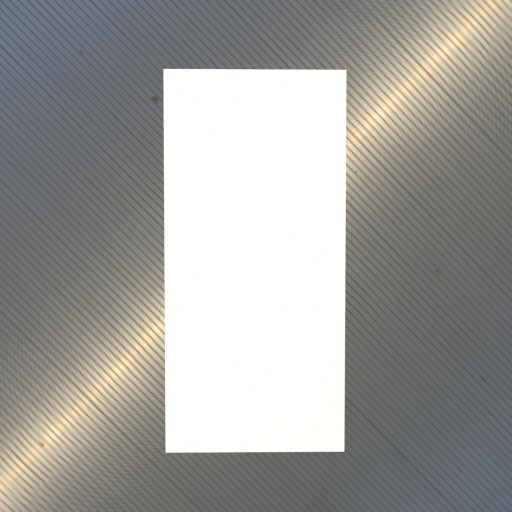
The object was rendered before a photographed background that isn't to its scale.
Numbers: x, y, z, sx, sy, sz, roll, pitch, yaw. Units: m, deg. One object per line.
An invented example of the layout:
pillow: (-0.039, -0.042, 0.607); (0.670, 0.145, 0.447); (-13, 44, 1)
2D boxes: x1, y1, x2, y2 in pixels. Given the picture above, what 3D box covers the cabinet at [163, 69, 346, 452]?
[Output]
cabinet: (0.000, 0.000, 1.102); (0.296, 0.815, 0.600); (0, 92, -1)
